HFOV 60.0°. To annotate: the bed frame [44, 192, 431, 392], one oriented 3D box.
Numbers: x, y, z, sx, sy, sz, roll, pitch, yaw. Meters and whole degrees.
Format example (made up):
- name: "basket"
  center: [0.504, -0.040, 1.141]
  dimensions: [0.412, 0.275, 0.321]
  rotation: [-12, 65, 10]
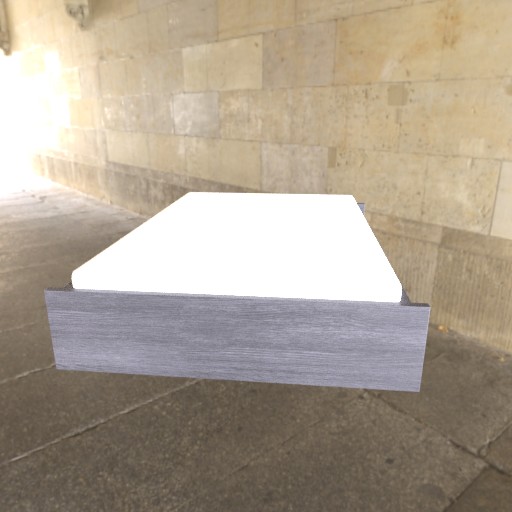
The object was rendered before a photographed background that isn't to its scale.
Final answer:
- name: "bed frame"
  center: [0.000, 0.000, 2.655]
  dimensions: [1.490, 0.432, 1.950]
  rotation: [2, 18, 6]
